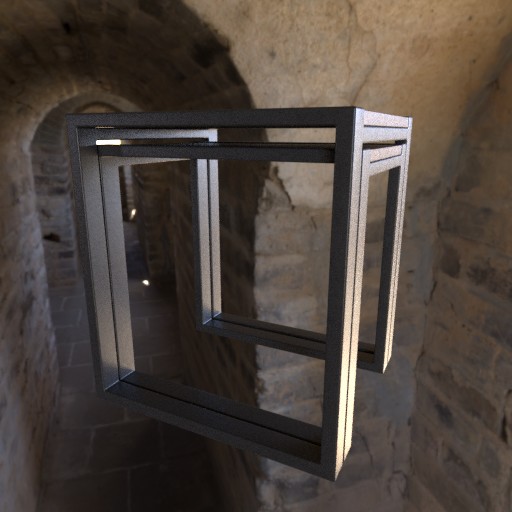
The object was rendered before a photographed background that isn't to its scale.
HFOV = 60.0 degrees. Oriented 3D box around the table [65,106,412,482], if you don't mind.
[{"bbox_3d":[0.000,0.000,0.908,0.500,0.550,0.449,8,17,26],"label":"table"}]
